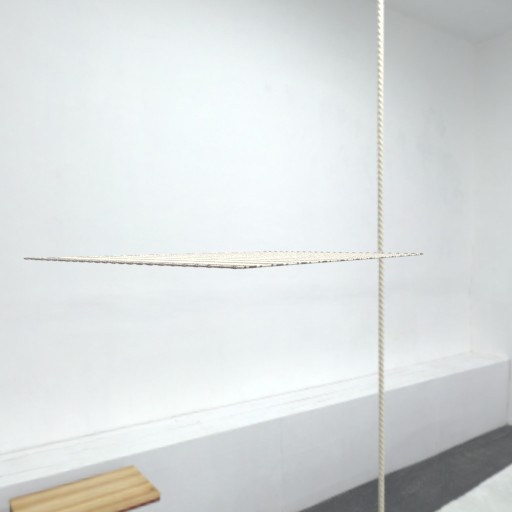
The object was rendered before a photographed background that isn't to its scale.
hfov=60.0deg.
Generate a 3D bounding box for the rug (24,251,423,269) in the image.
[{"bbox_3d":[0.000,0.000,3.045,1.563,0.014,2.425,1,2,36],"label":"rug"}]
